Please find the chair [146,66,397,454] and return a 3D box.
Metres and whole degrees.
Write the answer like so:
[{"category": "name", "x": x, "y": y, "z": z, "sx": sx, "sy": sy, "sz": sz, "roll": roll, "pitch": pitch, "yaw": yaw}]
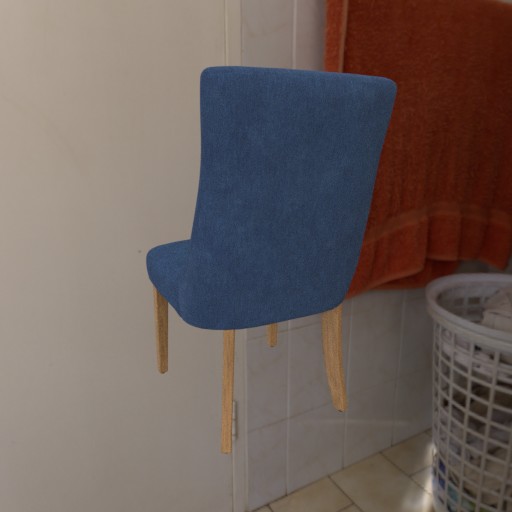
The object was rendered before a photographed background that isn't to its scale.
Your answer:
[{"category": "chair", "x": 0.000, "y": 0.000, "z": 1.240, "sx": 0.495, "sy": 0.902, "sz": 0.609, "roll": -8, "pitch": 17, "yaw": -26}]
